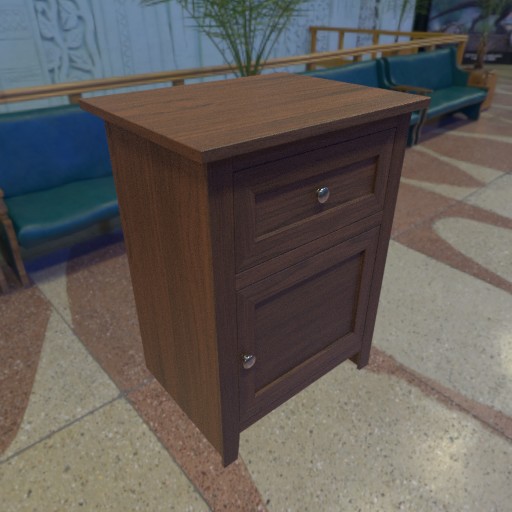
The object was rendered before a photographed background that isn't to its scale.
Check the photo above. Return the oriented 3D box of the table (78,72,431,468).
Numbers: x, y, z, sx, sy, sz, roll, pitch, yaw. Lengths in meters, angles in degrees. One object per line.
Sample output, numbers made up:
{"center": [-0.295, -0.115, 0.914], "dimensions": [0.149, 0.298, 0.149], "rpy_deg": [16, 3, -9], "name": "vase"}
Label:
{"center": [0.000, 0.000, 0.930], "dimensions": [0.480, 0.636, 0.381], "rpy_deg": [-23, 38, -33], "name": "table"}
